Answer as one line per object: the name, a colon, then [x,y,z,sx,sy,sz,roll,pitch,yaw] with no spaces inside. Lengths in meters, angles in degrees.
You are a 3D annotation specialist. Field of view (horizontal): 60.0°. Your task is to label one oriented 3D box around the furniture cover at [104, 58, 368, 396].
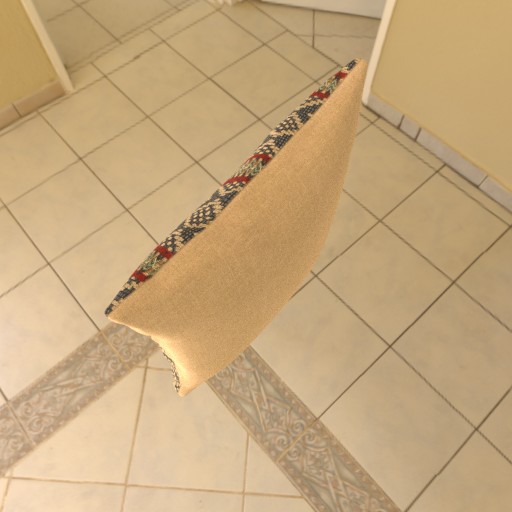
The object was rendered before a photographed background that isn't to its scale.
furniture cover: [0.000,0.000,0.665,0.139,0.431,0.431,36,69,16]
